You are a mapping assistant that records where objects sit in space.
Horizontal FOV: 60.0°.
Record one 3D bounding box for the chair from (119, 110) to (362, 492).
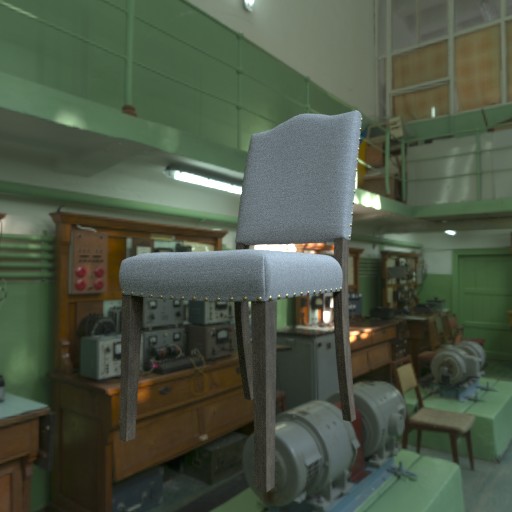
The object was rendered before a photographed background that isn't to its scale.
[{"bbox_3d":[0.000,0.000,1.334,0.508,1.020,0.620,-1,-2,36],"label":"chair"}]
